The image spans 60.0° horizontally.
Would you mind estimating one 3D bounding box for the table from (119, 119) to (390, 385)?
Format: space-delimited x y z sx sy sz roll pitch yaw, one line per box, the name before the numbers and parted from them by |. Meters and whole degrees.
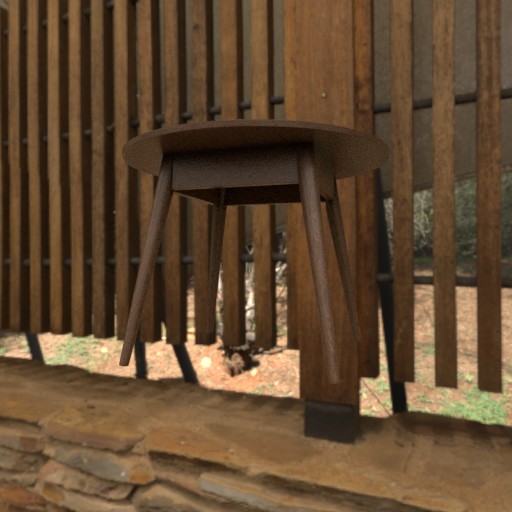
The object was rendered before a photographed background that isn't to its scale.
table | 0.000 0.000 1.812 1.053 0.786 1.053 0 -1 0
